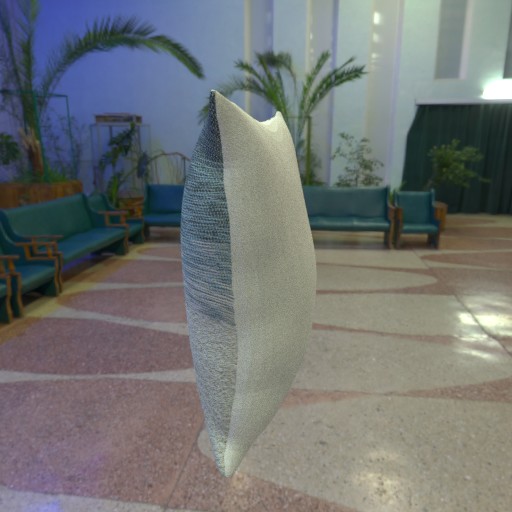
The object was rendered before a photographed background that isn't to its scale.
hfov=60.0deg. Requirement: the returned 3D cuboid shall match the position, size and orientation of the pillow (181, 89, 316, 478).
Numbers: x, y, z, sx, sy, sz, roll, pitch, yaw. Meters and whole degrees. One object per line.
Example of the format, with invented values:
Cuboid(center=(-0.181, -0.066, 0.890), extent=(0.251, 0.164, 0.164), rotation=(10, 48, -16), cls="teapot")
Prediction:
Cuboid(center=(0.000, 0.000, 0.668), extent=(0.182, 0.441, 0.440), rotation=(3, 15, 11), cls="pillow")
